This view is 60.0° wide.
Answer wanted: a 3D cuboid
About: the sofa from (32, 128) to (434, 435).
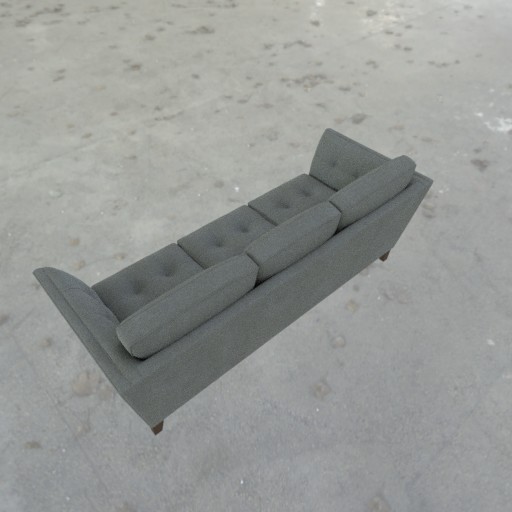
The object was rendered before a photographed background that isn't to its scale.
[{"bbox_3d":[0.000,0.000,2.909,2.387,0.940,0.965,-32,52,-28],"label":"sofa"}]
